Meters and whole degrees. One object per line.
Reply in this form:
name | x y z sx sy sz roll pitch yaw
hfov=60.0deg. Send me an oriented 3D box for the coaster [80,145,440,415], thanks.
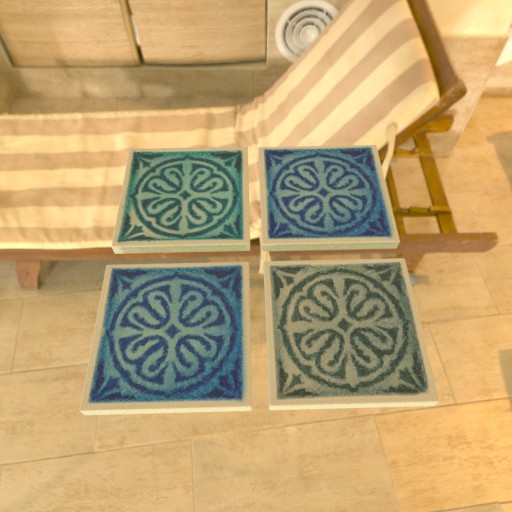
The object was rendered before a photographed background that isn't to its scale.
coaster | 0.000 0.000 0.326 0.214 0.010 0.219 -1 57 -1
